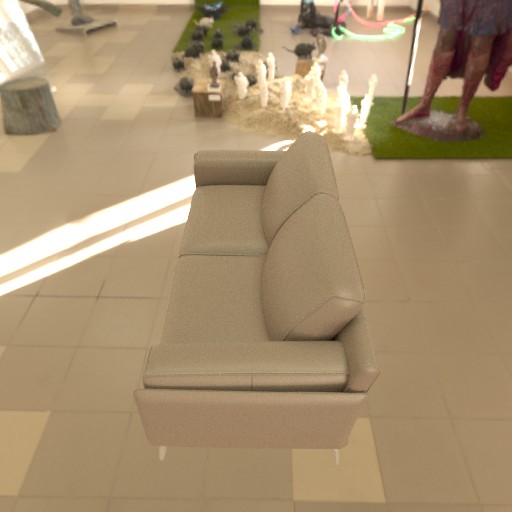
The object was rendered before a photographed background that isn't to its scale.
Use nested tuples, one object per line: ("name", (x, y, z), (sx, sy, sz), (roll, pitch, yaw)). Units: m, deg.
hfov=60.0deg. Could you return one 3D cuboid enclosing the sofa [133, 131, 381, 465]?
("sofa", (0.000, 0.000, 2.620), (1.049, 0.930, 2.101), (0, 40, 0))
